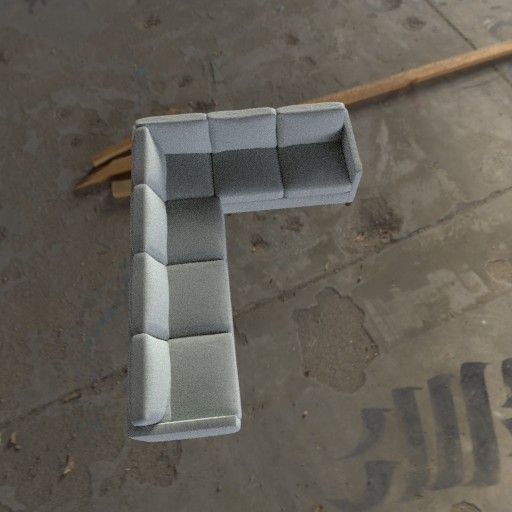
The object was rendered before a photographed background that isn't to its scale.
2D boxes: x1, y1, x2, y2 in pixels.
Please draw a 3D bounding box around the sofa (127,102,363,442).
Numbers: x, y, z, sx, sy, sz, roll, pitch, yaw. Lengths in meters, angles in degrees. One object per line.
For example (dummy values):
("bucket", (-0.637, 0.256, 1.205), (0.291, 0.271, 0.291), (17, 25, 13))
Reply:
("sofa", (0.000, 0.000, 4.587), (2.522, 0.934, 3.333), (-6, 65, -3))
